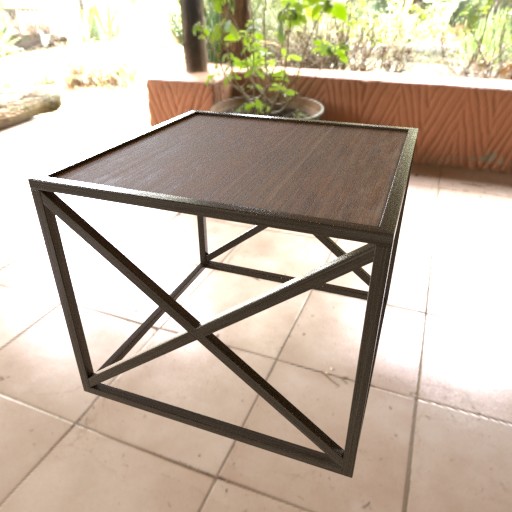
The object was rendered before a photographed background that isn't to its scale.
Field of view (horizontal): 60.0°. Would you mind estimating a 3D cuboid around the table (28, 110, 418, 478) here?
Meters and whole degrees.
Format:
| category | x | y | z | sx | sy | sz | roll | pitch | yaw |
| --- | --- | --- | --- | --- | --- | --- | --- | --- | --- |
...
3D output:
| category | x | y | z | sx | sy | sz | roll | pitch | yaw |
| --- | --- | --- | --- | --- | --- | --- | --- | --- | --- |
| table | 0.000 | 0.000 | 1.041 | 0.611 | 0.507 | 0.609 | 10 | 31 | 18 |
